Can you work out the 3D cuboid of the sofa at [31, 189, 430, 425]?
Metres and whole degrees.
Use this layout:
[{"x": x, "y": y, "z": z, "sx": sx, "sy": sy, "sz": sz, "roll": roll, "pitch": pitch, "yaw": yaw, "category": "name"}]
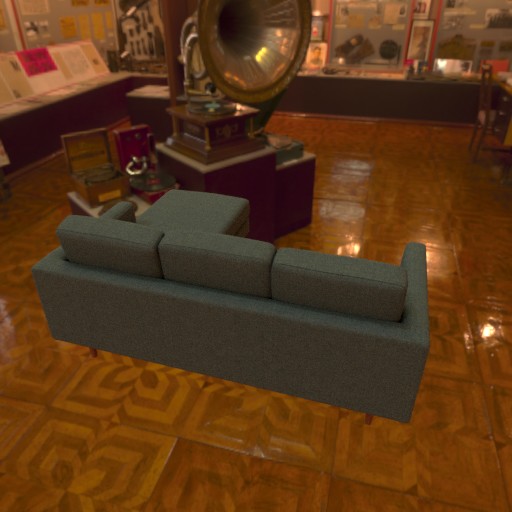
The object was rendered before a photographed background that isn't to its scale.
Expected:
[{"x": 0.000, "y": 0.000, "z": 2.917, "sx": 2.055, "sy": 0.957, "sz": 1.667, "roll": 9, "pitch": 33, "yaw": 14, "category": "sofa"}]
